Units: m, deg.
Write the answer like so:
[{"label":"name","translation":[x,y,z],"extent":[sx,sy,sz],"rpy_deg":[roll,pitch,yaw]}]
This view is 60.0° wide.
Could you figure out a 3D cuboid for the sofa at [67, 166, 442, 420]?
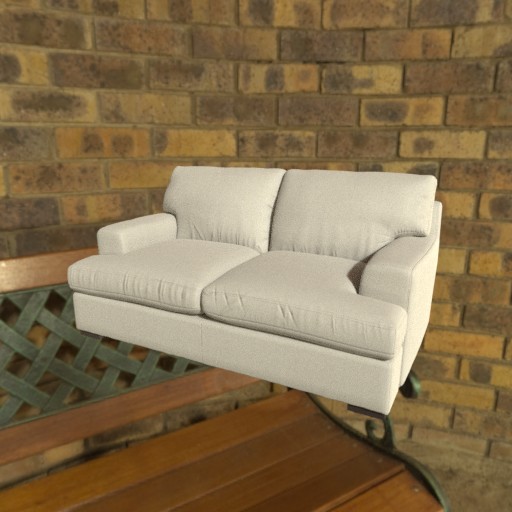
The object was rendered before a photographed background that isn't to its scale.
[{"label":"sofa","translation":[0.000,0.000,2.530],"extent":[1.880,0.940,1.143],"rpy_deg":[8,16,27]}]
